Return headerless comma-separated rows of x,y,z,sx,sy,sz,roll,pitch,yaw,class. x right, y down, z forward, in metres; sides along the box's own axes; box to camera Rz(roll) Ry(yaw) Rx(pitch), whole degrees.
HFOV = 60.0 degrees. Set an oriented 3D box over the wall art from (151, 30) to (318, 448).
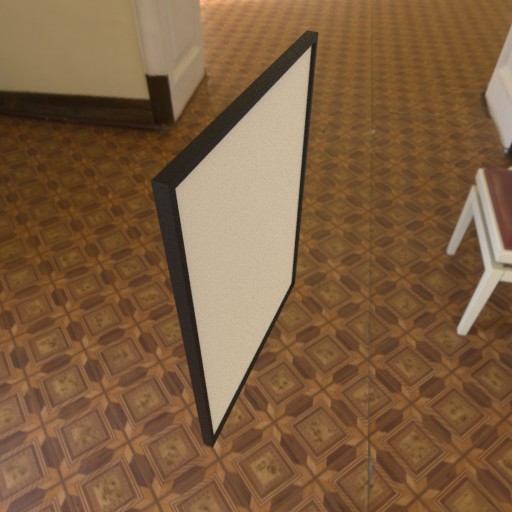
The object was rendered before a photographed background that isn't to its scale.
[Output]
0.000,0.000,1.375,0.036,1.070,0.802,17,47,17,wall art
